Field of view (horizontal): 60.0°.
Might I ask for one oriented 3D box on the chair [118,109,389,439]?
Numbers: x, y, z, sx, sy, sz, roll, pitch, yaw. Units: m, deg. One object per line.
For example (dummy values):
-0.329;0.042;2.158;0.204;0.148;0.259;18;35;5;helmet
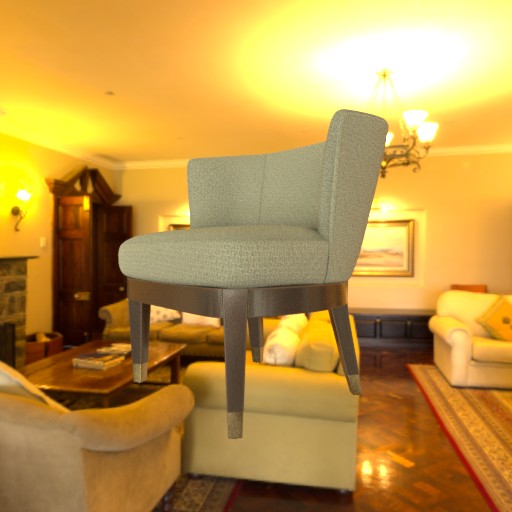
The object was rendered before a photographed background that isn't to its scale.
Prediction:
0.000;0.000;1.281;0.660;0.760;0.700;0;1;-37;chair
